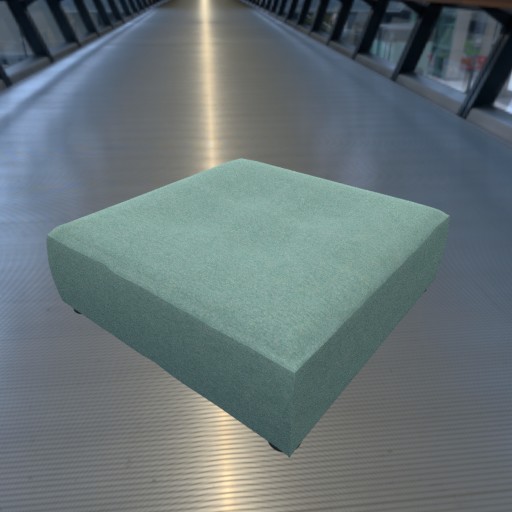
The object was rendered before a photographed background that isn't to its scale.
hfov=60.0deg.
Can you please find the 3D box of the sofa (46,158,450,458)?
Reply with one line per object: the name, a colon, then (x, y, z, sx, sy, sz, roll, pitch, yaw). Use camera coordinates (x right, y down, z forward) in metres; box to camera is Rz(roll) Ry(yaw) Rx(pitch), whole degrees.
sofa: (0.000, 0.000, 1.465, 0.930, 0.330, 0.930, 22, 37, 33)
